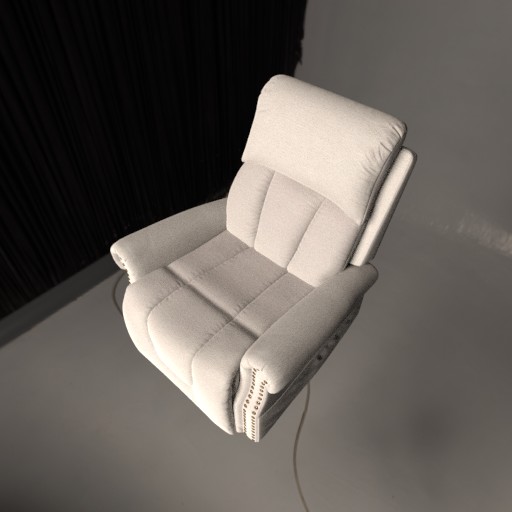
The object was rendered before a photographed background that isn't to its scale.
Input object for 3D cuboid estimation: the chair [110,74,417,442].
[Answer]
[{"bbox_3d":[0.000,0.000,1.745,0.871,1.031,0.979,33,55,28],"label":"chair"}]
